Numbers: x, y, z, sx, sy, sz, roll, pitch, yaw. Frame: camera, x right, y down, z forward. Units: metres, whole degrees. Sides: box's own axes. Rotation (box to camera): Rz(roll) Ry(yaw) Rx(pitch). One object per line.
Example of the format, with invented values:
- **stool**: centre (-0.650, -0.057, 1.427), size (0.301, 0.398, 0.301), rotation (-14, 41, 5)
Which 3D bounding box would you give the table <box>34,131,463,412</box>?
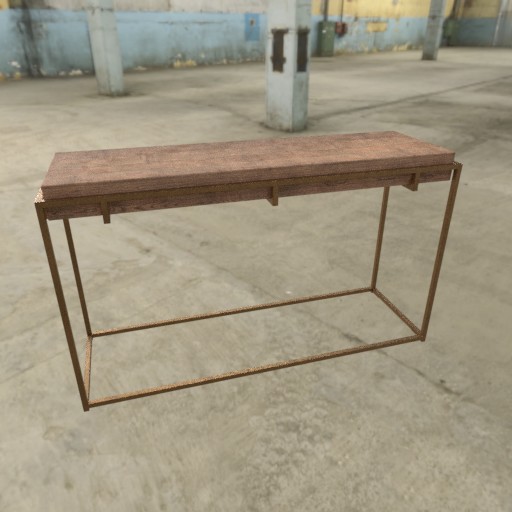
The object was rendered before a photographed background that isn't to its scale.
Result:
- **table**: centre (0.000, 0.000, 1.748), size (1.400, 0.820, 0.440), rotation (-8, 28, -15)
